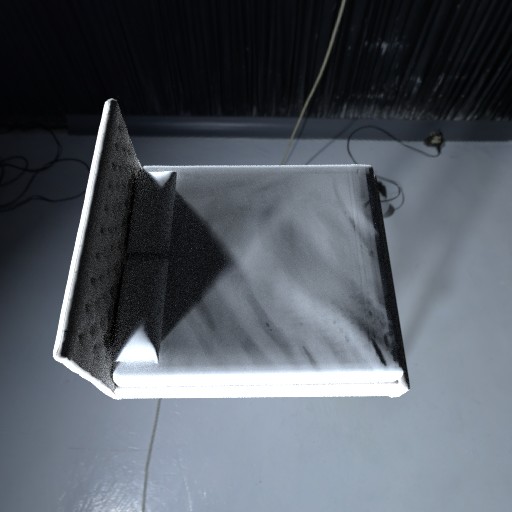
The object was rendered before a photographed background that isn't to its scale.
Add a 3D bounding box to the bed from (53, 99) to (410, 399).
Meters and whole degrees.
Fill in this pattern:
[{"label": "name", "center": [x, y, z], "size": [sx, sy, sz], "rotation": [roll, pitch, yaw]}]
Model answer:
[{"label": "bed", "center": [0.000, 0.000, 3.626], "size": [2.387, 1.427, 2.078], "rotation": [0, 63, 0]}]
